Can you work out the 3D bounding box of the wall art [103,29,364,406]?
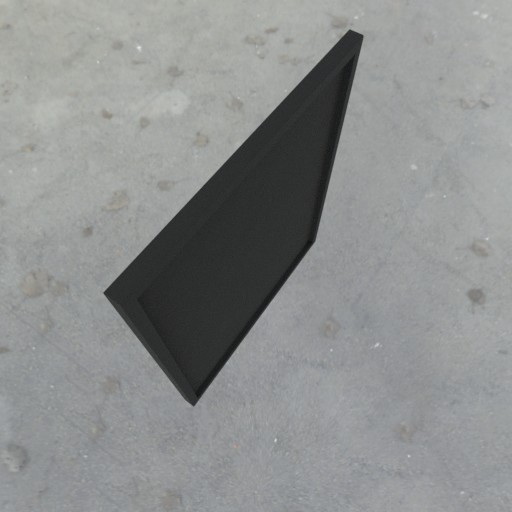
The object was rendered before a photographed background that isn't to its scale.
[{"bbox_3d":[0.000,0.000,0.686,0.021,0.508,0.432,32,66,16],"label":"wall art"}]
